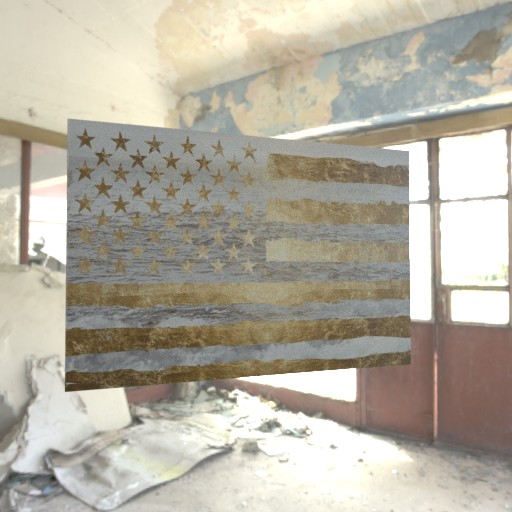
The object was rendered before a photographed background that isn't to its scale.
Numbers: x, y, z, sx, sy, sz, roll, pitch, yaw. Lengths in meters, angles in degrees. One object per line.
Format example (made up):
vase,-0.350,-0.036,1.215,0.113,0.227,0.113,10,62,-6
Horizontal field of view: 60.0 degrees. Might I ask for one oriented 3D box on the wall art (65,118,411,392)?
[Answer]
wall art,0.000,0.000,0.770,0.606,0.407,0.041,0,-1,-18
